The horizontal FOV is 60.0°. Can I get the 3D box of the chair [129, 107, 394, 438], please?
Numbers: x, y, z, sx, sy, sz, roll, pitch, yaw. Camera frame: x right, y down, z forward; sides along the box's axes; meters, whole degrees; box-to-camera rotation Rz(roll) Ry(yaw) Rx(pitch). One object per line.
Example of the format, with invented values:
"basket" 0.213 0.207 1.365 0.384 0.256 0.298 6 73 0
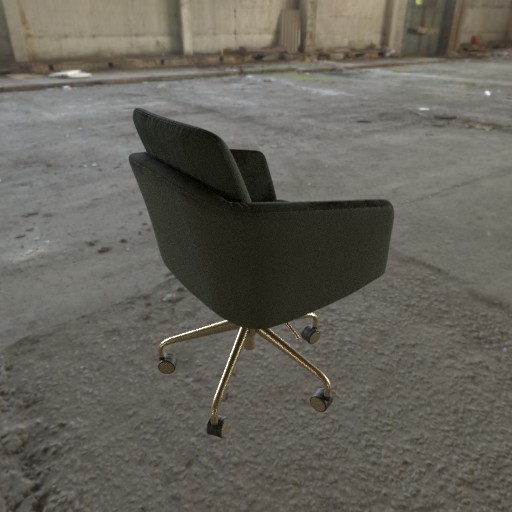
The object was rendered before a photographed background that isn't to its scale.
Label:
"chair" 0.000 0.000 1.402 0.635 0.908 0.641 -18 32 -31
